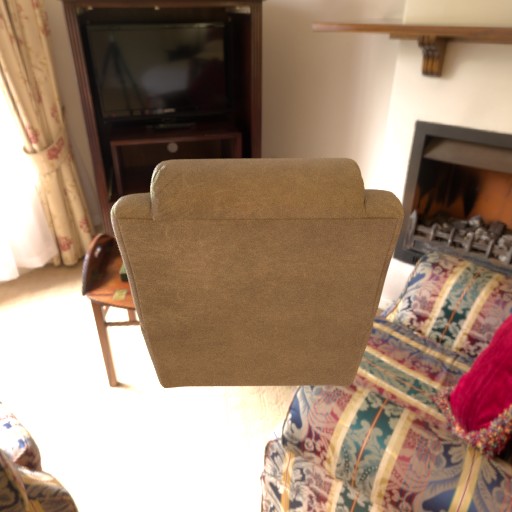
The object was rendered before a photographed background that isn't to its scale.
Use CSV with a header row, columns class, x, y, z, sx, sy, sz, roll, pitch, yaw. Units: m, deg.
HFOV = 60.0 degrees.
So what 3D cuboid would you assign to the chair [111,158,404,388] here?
class,x,y,z,sx,sy,sz,roll,pitch,yaw
chair,0.000,0.000,1.972,0.965,1.116,1.068,0,29,-1
